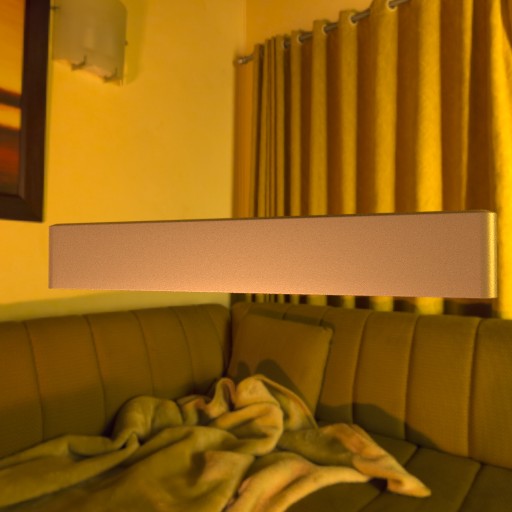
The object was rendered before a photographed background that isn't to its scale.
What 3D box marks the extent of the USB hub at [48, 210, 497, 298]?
[{"bbox_3d":[0.000,0.000,0.156,0.145,0.023,0.044,0,-1,18],"label":"USB hub"}]
